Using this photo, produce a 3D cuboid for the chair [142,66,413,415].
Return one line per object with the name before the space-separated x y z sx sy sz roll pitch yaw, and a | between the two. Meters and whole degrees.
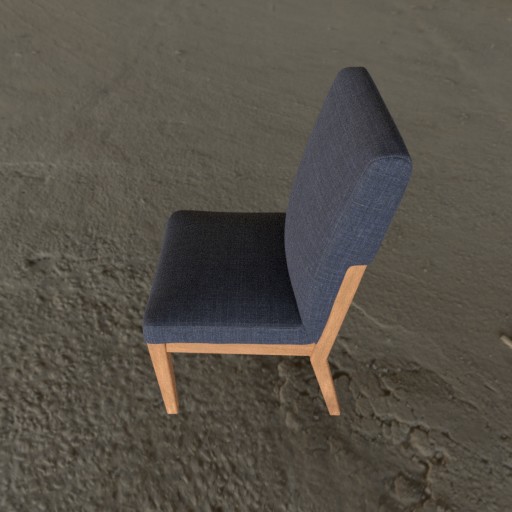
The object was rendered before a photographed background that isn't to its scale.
chair | 0.000 0.000 1.265 0.586 0.911 0.507 0 42 0
